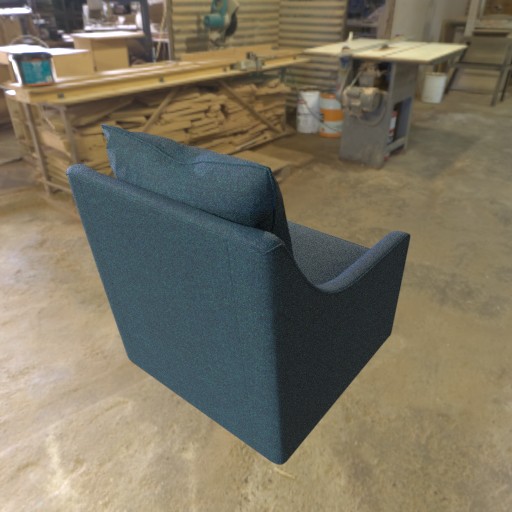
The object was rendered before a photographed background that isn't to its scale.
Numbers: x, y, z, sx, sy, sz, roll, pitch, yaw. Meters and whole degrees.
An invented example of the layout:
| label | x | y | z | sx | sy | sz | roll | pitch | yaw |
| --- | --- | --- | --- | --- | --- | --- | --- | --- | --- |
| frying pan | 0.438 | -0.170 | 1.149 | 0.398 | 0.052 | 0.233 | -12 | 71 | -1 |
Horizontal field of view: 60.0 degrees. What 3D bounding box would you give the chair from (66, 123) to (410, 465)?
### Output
| label | x | y | z | sx | sy | sz | roll | pitch | yaw |
| --- | --- | --- | --- | --- | --- | --- | --- | --- | --- |
| chair | 0.000 | 0.000 | 1.529 | 0.750 | 0.939 | 0.870 | 22 | 37 | 33 |
